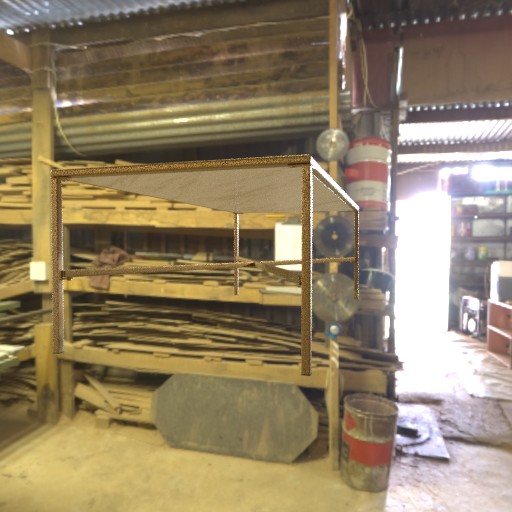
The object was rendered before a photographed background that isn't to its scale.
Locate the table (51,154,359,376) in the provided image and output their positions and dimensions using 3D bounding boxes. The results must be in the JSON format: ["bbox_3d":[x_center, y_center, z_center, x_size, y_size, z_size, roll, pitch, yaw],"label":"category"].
[{"bbox_3d":[0.000,0.000,1.465,0.577,0.405,1.197,0,2,17],"label":"table"}]
